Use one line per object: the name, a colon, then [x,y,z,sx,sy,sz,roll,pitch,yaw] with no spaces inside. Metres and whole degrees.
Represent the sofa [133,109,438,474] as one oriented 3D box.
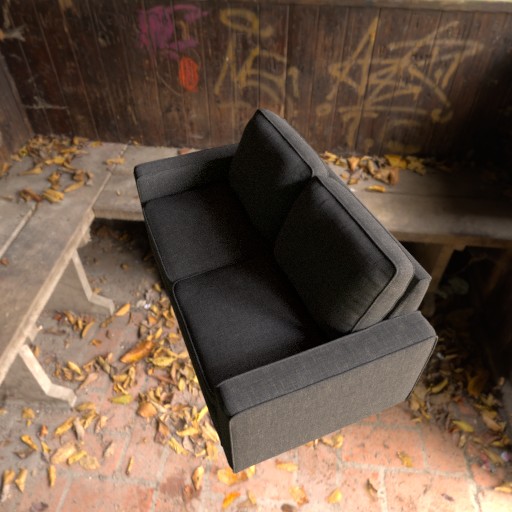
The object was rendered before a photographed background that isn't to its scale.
sofa: [0.000,0.000,2.319,0.947,0.918,1.709,-16,47,-16]
